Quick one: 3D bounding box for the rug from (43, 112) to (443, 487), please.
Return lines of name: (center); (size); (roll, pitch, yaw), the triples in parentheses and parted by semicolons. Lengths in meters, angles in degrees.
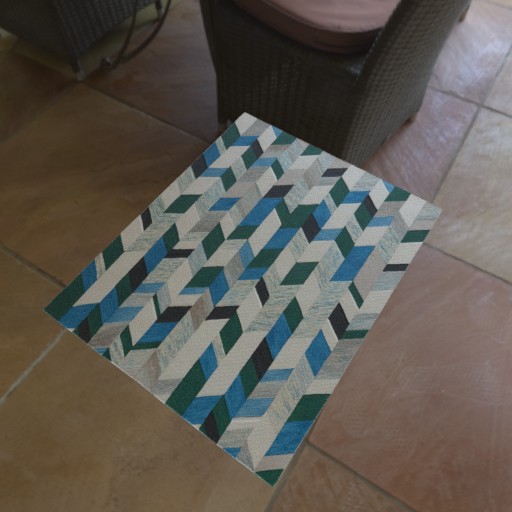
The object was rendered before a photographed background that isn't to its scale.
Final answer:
rug: (0.000, 0.000, 4.146); (2.440, 0.008, 3.036); (31, 64, 17)
